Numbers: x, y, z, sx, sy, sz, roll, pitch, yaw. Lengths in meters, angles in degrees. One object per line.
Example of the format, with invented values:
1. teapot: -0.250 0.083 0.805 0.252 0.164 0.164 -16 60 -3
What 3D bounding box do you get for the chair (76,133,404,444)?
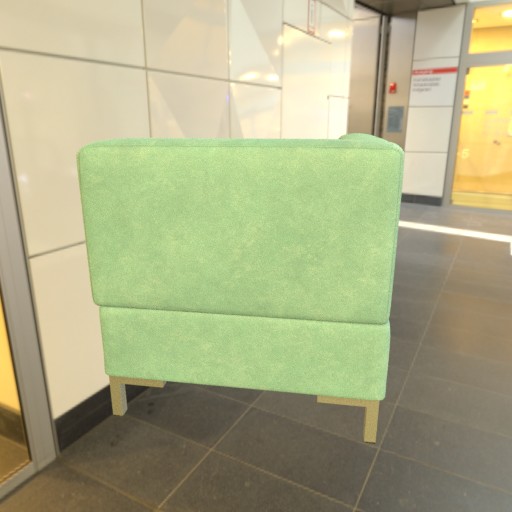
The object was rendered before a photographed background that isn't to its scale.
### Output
1. chair: 0.000 0.000 1.249 0.680 0.660 0.680 3 17 9
